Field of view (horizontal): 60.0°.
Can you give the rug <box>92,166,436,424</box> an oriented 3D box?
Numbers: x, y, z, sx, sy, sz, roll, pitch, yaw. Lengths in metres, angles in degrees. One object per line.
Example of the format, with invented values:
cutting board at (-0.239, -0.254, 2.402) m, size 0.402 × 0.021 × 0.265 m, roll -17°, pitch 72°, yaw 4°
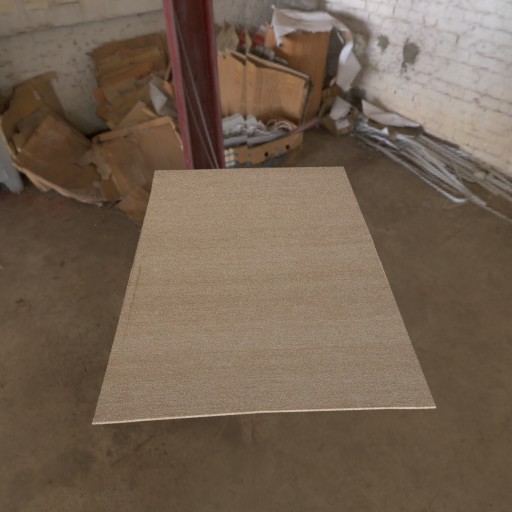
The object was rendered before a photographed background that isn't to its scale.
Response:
rug at (0.000, 0.000, 3.677) m, size 2.032 × 0.038 × 2.869 m, roll -2°, pitch 41°, yaw -2°
